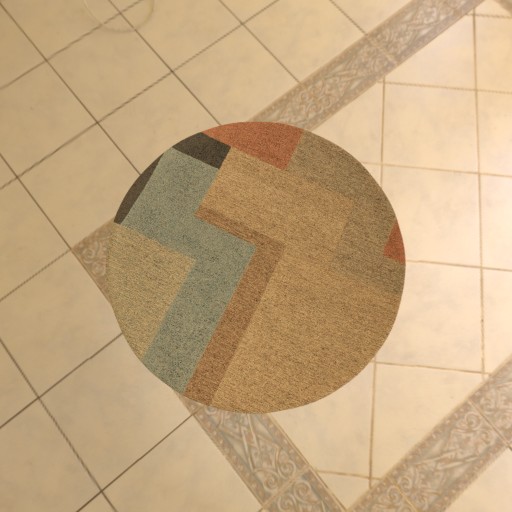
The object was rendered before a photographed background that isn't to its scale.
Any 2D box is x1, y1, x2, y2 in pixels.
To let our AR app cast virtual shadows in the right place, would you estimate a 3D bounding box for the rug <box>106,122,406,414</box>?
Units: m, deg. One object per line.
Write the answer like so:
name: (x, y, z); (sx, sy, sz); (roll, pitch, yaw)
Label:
rug: (0.000, 0.000, 3.645); (2.461, 0.033, 2.461); (0, 76, 0)
